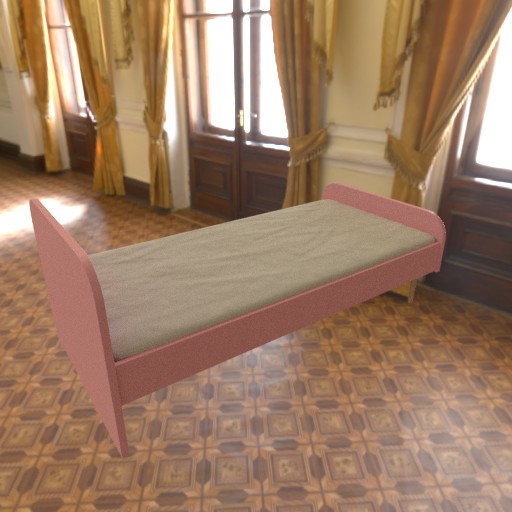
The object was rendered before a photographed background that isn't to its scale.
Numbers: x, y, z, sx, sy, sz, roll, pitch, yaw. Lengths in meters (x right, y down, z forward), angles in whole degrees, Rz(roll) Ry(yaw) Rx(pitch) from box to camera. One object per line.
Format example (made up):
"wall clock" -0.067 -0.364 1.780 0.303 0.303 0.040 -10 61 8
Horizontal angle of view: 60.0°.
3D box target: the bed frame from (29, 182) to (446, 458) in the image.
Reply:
"bed frame" 0.000 0.000 2.410 1.963 0.805 0.998 -17 29 -32
